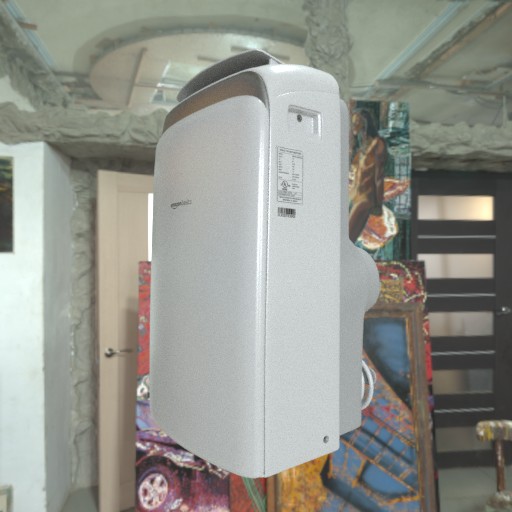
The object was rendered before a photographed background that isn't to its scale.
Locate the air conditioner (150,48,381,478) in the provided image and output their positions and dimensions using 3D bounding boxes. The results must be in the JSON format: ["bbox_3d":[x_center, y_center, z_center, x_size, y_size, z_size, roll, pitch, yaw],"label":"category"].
[{"bbox_3d":[0.000,0.000,1.028,0.414,0.786,0.449,0,0,-37],"label":"air conditioner"}]
